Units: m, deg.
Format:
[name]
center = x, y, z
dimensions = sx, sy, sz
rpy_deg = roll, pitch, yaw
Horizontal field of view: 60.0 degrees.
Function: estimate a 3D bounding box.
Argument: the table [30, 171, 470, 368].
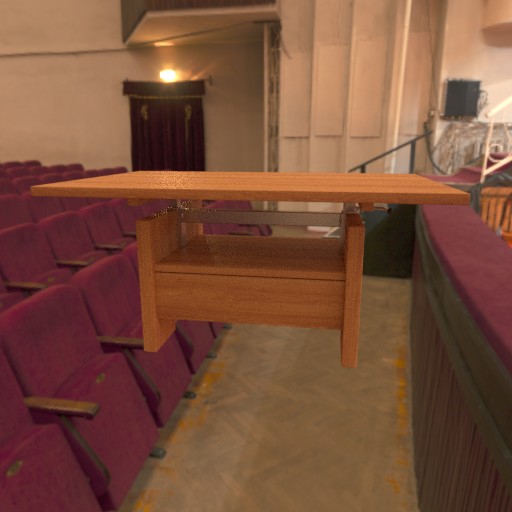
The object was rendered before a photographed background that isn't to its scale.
[table]
center = 0.000, 0.000, 1.487
dimensions = 1.100, 0.510, 0.700
rpy_deg = 2, 14, 9
